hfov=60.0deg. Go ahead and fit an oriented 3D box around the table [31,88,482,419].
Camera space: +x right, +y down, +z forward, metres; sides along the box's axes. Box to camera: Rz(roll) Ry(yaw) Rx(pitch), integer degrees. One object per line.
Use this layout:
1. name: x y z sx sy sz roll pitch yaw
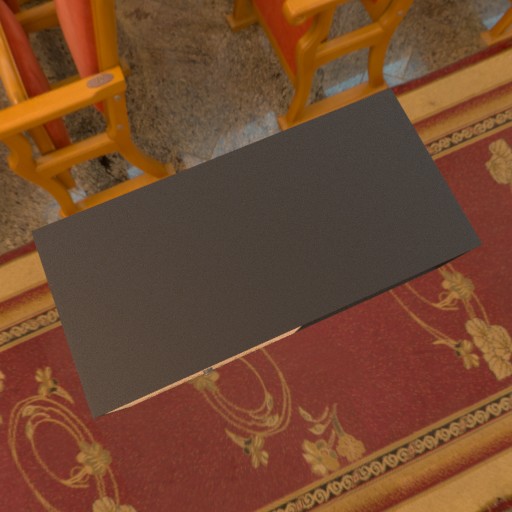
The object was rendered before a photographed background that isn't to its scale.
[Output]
1. table: 0.000 0.000 1.389 1.100 0.400 0.550 -23 77 -6
